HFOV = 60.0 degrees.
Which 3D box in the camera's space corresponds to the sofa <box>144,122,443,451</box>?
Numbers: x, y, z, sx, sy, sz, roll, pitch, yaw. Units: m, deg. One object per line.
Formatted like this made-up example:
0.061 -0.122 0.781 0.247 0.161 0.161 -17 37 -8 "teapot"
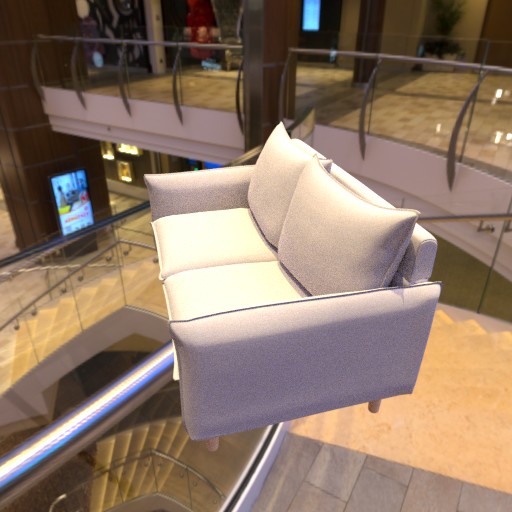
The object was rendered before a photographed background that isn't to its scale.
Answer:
0.000 0.000 1.839 0.820 0.840 1.300 -8 30 -13 "sofa"
